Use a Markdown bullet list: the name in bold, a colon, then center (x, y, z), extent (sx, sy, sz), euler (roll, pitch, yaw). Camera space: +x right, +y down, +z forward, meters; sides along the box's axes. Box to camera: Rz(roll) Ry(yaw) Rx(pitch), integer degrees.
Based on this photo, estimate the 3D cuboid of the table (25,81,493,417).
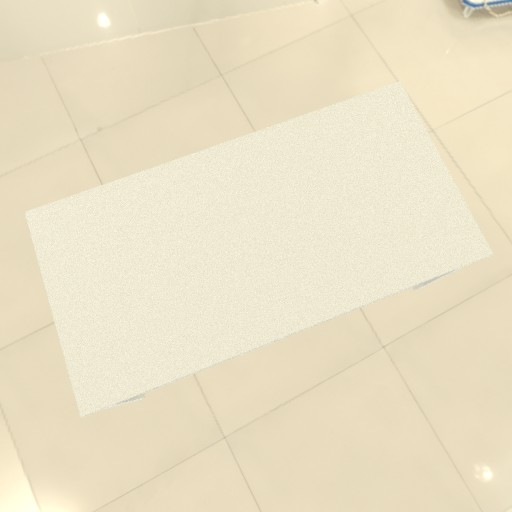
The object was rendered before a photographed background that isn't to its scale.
- **table**: center (0.000, 0.000, 1.264), extent (1.000, 0.441, 0.500), euler (-21, 77, -5)
